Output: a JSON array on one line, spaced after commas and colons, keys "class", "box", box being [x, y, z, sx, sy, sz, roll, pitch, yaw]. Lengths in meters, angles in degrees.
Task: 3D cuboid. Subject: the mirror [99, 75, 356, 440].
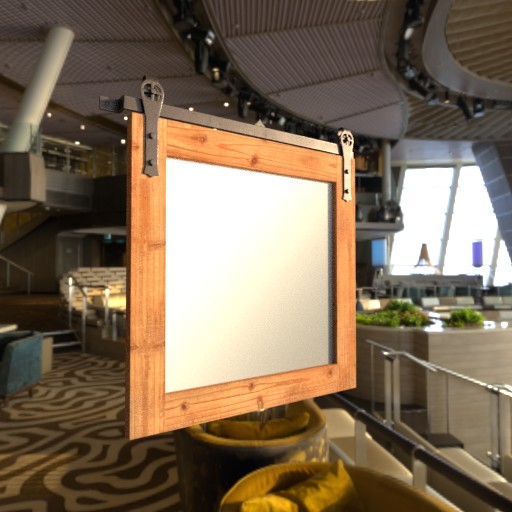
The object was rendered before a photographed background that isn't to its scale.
[{"class": "mirror", "box": [0.000, 0.000, 1.171, 0.805, 0.800, 0.054, 1, -2, -36]}]
